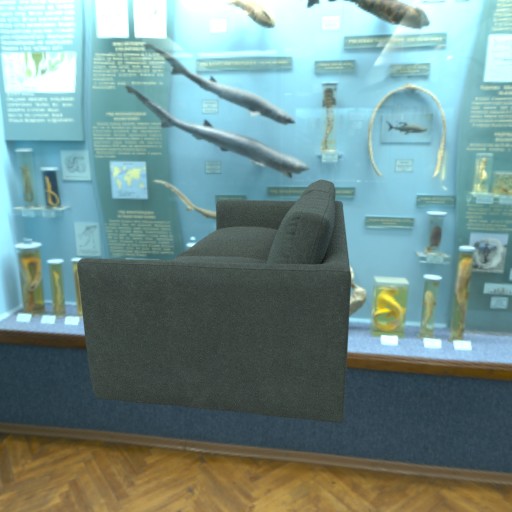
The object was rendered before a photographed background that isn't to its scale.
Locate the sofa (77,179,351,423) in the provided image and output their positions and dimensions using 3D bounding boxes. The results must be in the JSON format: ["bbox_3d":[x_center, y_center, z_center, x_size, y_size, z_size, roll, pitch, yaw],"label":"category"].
[{"bbox_3d":[0.000,0.000,2.796,1.092,0.838,2.257,2,14,10],"label":"sofa"}]
